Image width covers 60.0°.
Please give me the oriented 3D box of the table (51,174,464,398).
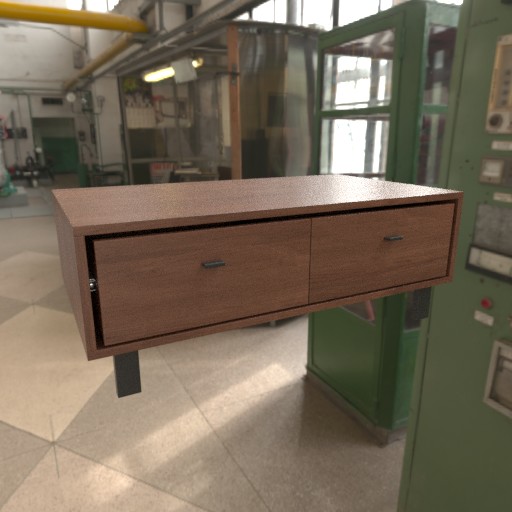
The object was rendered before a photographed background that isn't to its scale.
[{"bbox_3d":[0.000,0.000,1.301,1.020,0.380,0.600,-8,18,-26],"label":"table"}]
